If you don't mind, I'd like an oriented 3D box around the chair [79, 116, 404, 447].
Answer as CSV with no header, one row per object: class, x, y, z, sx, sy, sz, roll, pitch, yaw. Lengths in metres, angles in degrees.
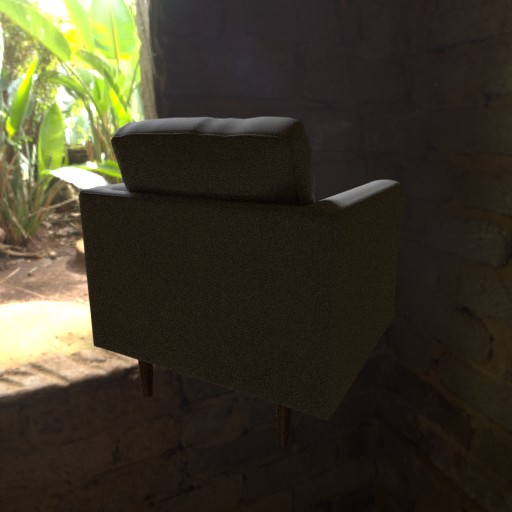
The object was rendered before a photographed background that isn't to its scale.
chair,0.000,0.000,1.568,0.855,0.927,0.800,9,18,27
